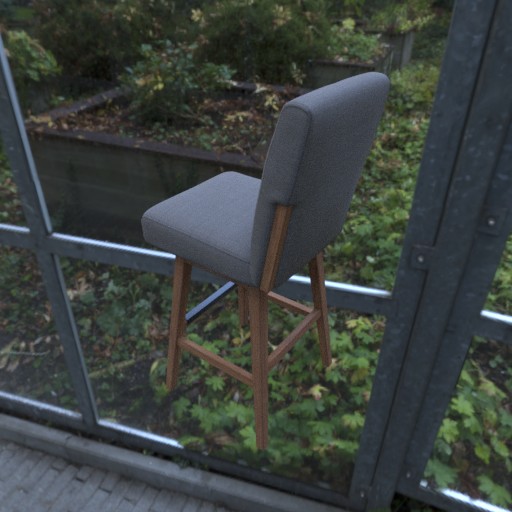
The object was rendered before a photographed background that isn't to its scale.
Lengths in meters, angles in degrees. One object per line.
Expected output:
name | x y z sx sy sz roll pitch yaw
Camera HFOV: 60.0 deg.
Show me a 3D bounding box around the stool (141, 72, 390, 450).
stool | 0.000 0.000 1.416 0.570 1.112 0.483 21 38 30
